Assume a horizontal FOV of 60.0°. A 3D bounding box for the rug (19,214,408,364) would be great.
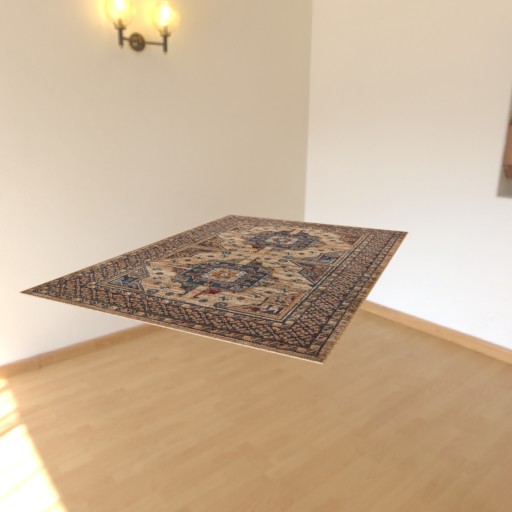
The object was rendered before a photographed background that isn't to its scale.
[{"bbox_3d":[0.000,0.000,2.881,1.611,0.008,2.227,8,18,25],"label":"rug"}]
